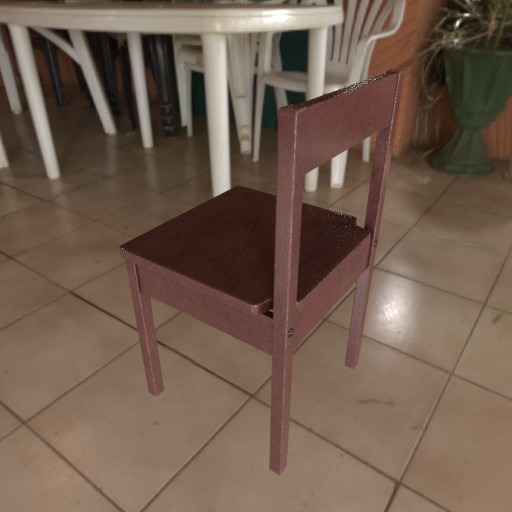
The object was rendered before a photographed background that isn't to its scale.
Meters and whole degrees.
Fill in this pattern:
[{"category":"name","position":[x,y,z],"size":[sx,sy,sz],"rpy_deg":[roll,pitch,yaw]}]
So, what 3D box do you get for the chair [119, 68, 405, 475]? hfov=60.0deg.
[{"category":"chair","position":[0.000,0.000,0.869],"size":[0.361,0.668,0.367],"rpy_deg":[20,36,29]}]
